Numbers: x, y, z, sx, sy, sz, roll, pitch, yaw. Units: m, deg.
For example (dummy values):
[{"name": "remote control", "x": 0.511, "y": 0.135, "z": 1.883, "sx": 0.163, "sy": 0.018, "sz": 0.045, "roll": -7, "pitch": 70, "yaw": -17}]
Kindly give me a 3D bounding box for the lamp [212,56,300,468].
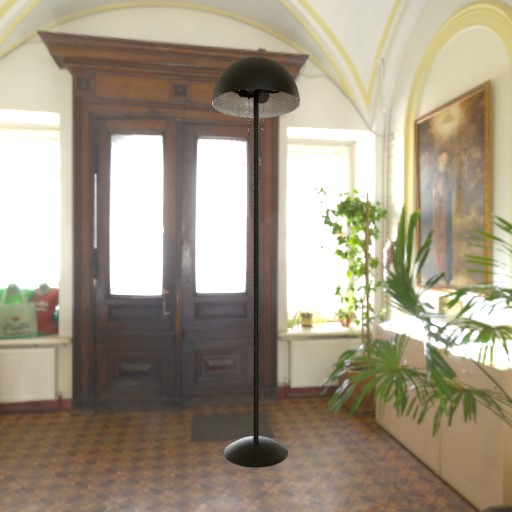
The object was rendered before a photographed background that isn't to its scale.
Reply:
[{"name": "lamp", "x": 0.000, "y": 0.000, "z": 1.664, "sx": 0.328, "sy": 1.480, "sz": 0.328, "roll": 0, "pitch": 1, "yaw": 35}]
